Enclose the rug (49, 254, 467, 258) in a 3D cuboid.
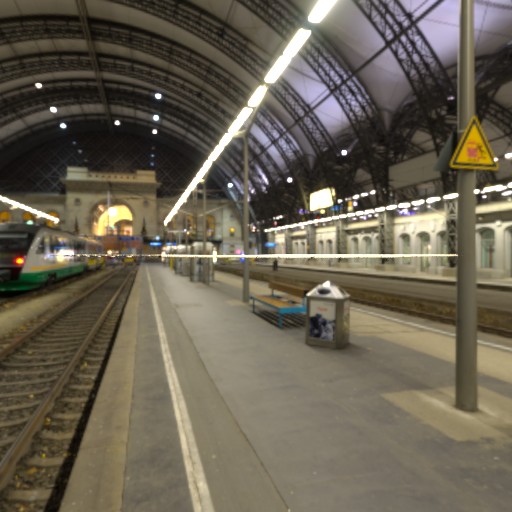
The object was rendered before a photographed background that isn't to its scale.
[{"bbox_3d":[0.000,0.000,4.204,3.221,0.026,2.342,0,0,-36],"label":"rug"}]
